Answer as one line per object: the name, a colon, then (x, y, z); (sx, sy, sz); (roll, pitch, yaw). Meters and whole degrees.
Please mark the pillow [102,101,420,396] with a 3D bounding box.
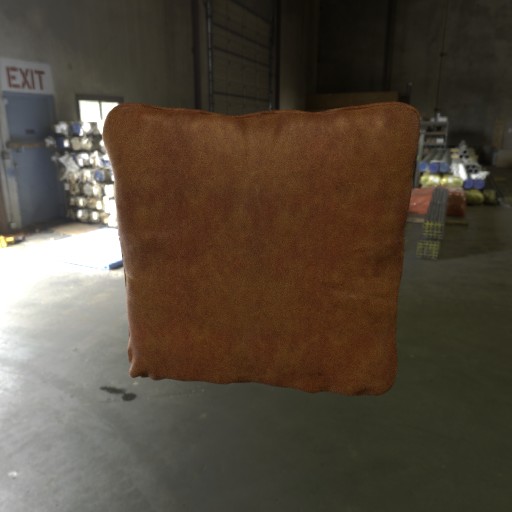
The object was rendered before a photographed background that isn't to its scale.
pillow: (0.000, 0.000, 0.747); (0.489, 0.490, 0.130); (3, 17, 8)
